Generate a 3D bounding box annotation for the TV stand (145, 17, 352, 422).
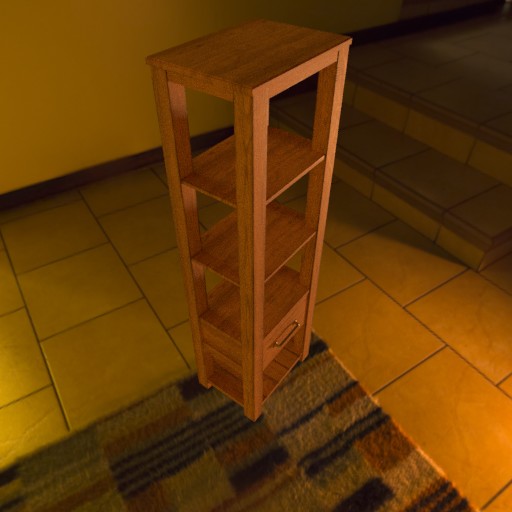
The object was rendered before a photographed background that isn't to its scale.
[{"bbox_3d":[0.000,0.000,2.049,0.435,1.828,0.565,27,48,26],"label":"TV stand"}]
